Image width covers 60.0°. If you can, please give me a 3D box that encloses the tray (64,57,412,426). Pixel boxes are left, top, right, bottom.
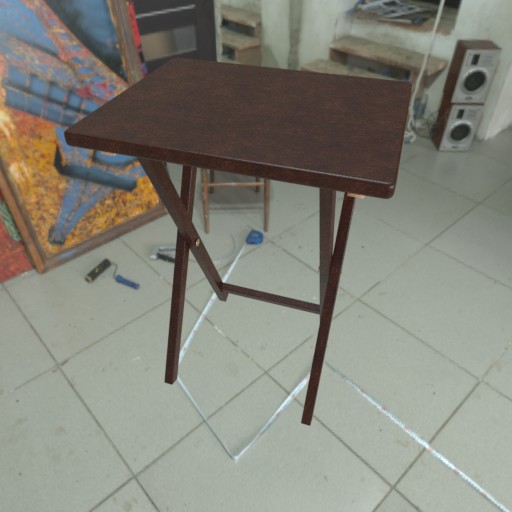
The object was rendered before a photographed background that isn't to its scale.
[{"bbox_3d":[0.000,0.000,0.947,0.483,0.660,0.381,12,42,14],"label":"tray"}]
